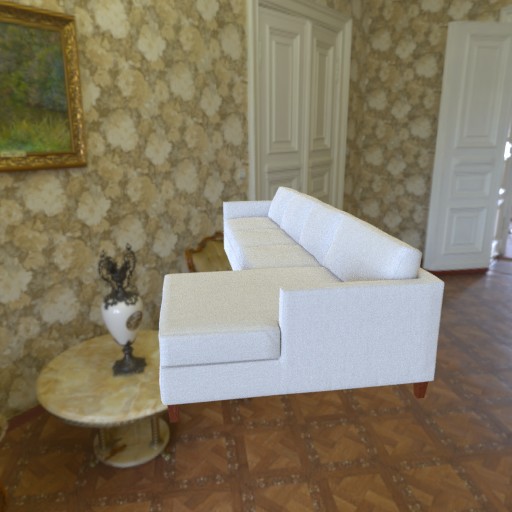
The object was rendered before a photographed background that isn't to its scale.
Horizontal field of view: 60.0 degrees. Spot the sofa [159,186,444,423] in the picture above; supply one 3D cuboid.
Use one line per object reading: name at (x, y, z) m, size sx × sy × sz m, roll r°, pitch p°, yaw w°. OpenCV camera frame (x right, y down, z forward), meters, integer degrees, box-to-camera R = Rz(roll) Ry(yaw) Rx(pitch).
sofa at (0.000, 0.000, 4.037) m, size 1.599 × 0.954 × 3.471 m, roll -2°, pitch 15°, yaw -9°
